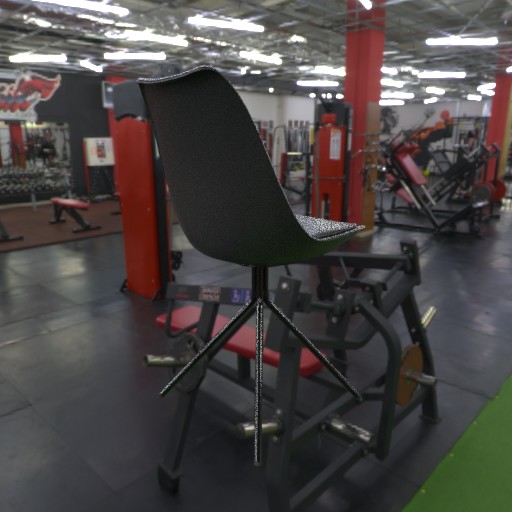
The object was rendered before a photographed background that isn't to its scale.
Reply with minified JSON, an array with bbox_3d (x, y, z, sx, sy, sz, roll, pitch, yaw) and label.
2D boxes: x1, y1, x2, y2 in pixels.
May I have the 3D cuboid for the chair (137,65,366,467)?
[{"bbox_3d":[0.000,0.000,1.160,0.525,0.850,0.461,-14,20,-42],"label":"chair"}]
